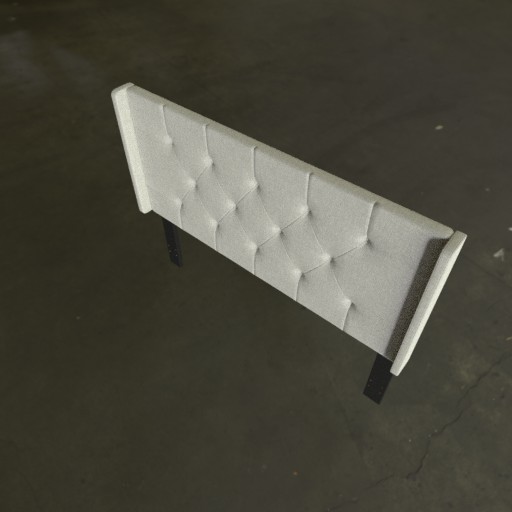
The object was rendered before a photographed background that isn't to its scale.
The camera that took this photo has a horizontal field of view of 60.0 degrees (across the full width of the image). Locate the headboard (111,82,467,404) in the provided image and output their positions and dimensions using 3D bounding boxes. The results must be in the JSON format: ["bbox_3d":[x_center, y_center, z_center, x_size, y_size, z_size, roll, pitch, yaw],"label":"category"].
[{"bbox_3d":[0.000,0.000,2.691,2.051,1.524,0.184,31,54,27],"label":"headboard"}]
